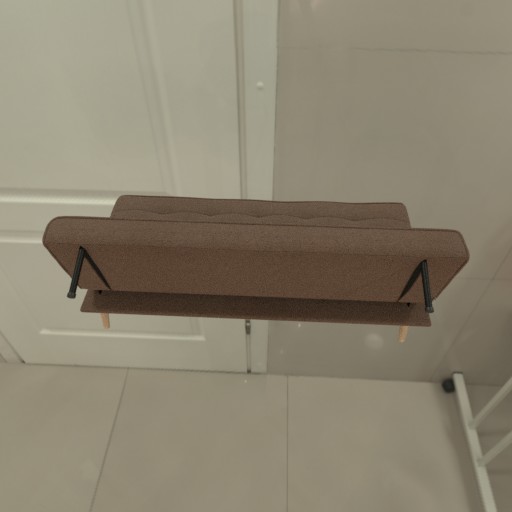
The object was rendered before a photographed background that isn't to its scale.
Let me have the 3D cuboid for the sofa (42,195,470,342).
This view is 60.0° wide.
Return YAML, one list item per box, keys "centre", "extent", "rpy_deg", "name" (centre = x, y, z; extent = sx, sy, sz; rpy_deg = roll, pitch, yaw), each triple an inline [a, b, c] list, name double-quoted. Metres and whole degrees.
- centre: [0.000, 0.000, 2.336]
  extent: [1.820, 0.810, 1.038]
  rpy_deg: [2, 47, 2]
  name: "sofa"
